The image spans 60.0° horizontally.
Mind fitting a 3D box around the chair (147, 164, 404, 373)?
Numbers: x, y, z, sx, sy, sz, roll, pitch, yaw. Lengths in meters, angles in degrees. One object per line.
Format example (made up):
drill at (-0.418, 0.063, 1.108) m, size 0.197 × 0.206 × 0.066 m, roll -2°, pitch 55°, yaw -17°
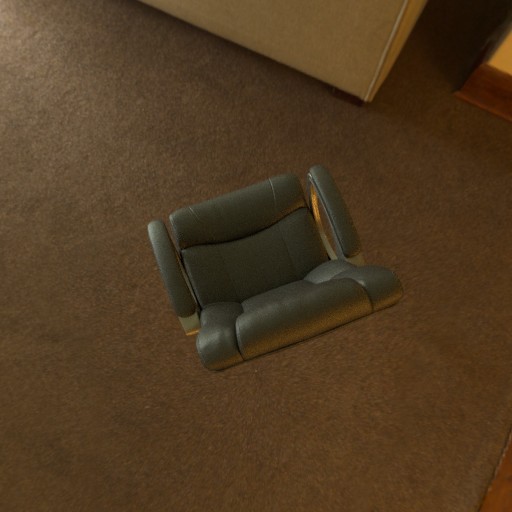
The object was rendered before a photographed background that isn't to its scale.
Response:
chair at (0.000, 0.000, 1.608) m, size 0.721 × 1.130 × 0.719 m, roll -18°, pitch 76°, yaw -5°
